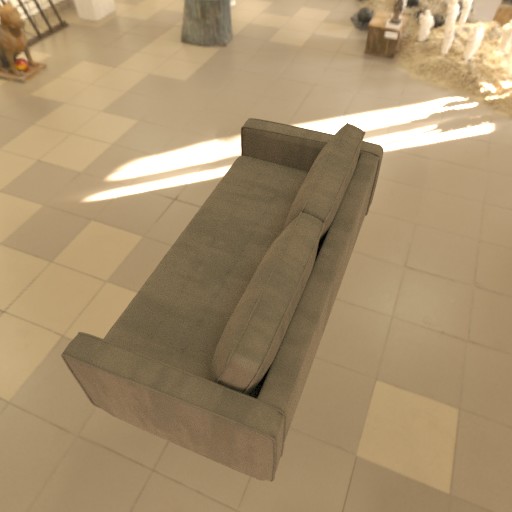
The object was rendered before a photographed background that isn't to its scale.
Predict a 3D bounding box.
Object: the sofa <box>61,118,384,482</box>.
[{"bbox_3d":[0.000,0.000,2.353,0.924,0.825,1.920,17,50,15],"label":"sofa"}]
